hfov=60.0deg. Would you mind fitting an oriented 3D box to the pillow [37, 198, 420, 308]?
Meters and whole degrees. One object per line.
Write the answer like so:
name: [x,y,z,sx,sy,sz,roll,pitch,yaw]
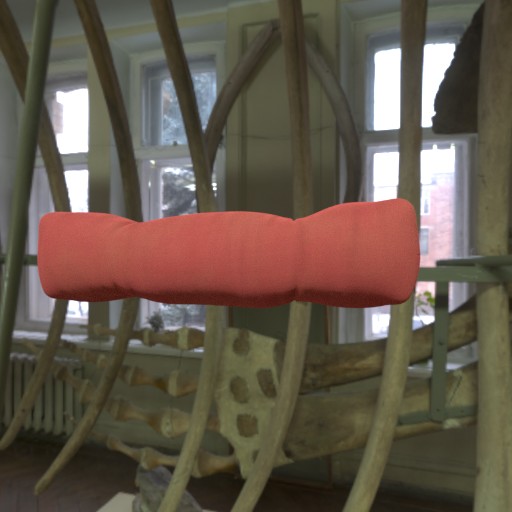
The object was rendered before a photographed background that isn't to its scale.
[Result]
pillow: [0.000,0.000,0.731,0.490,0.128,0.468,0,0,18]
